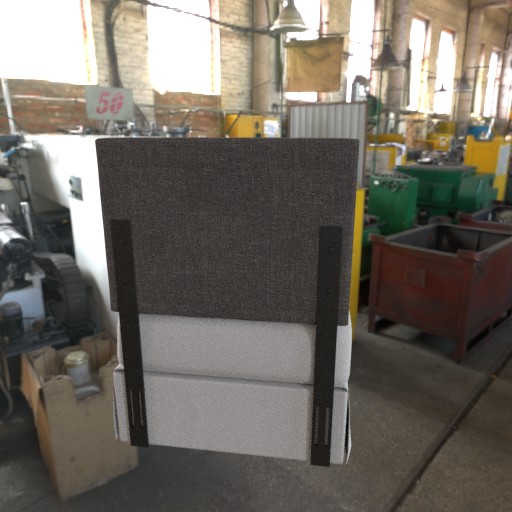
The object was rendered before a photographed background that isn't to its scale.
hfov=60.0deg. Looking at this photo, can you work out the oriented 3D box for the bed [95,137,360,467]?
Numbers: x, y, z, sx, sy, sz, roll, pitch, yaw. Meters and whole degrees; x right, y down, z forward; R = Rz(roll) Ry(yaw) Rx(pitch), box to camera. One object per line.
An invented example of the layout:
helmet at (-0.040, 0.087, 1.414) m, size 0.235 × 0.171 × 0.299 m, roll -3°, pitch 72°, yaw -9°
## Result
bed at (0.000, 0.000, 2.985) m, size 1.261 × 1.571 × 1.997 m, roll 2°, pitch 16°, yaw 8°
